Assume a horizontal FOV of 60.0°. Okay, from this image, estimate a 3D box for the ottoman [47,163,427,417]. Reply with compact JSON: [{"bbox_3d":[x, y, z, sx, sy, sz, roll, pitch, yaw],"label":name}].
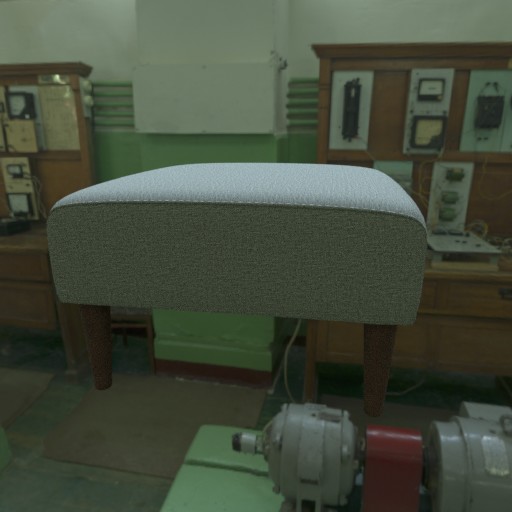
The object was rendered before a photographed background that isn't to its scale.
[{"bbox_3d":[0.000,0.000,1.038,0.649,0.398,0.650,3,17,9],"label":"ottoman"}]
